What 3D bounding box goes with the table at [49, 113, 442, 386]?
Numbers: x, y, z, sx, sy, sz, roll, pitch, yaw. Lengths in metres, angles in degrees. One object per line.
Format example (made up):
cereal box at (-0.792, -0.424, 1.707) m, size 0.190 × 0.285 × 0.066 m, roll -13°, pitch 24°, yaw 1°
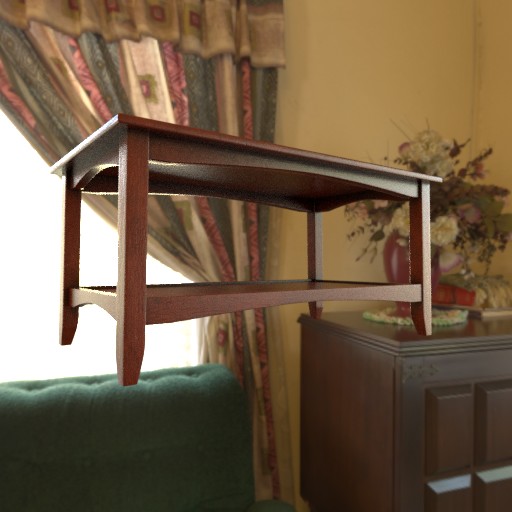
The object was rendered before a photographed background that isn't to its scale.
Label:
table at (0.000, 0.000, 1.212) m, size 0.943 × 0.456 × 0.533 m, roll 1°, pitch -1°, yaw -36°
